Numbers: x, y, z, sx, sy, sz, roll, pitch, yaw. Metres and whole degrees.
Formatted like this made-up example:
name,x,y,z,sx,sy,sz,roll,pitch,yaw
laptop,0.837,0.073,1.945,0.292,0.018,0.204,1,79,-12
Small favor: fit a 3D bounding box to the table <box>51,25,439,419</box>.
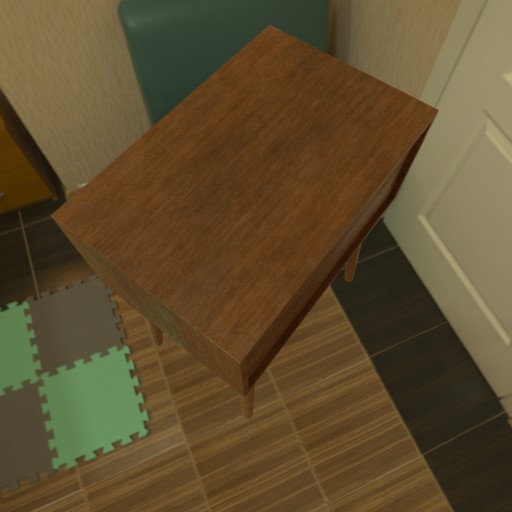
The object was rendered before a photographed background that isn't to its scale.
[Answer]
name,x,y,z,sx,sy,sz,roll,pitch,yaw
table,0.000,0.000,0.850,0.307,0.580,0.454,35,68,16
